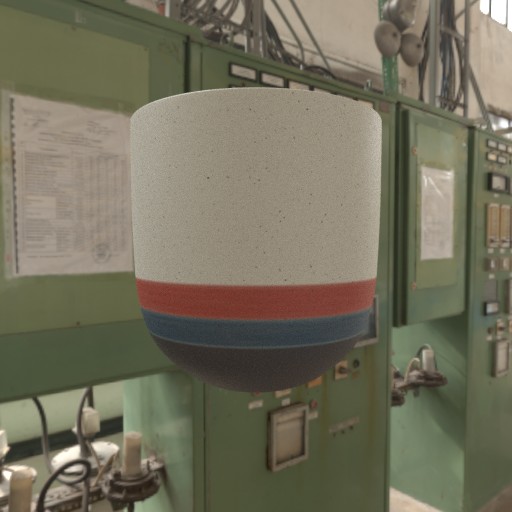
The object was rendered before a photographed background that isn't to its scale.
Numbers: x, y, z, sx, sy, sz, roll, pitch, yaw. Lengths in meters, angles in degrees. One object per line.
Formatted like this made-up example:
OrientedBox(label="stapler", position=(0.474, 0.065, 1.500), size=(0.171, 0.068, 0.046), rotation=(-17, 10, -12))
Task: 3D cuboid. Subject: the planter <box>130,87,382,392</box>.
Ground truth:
OrientedBox(label="planter", position=(0.000, 0.000, 0.377), size=(0.204, 0.214, 0.204), rotation=(0, 2, 0))
